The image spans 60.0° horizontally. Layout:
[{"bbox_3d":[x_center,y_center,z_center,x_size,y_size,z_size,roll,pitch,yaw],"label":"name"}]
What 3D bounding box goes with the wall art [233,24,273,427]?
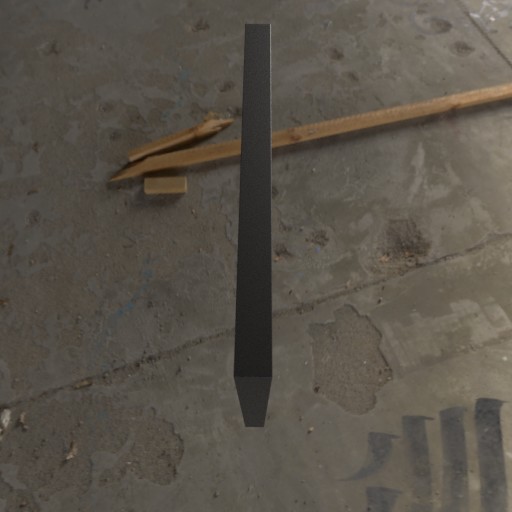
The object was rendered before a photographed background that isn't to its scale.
[{"bbox_3d":[0.000,0.000,0.762,0.037,0.506,0.506,1,64,0],"label":"wall art"}]
